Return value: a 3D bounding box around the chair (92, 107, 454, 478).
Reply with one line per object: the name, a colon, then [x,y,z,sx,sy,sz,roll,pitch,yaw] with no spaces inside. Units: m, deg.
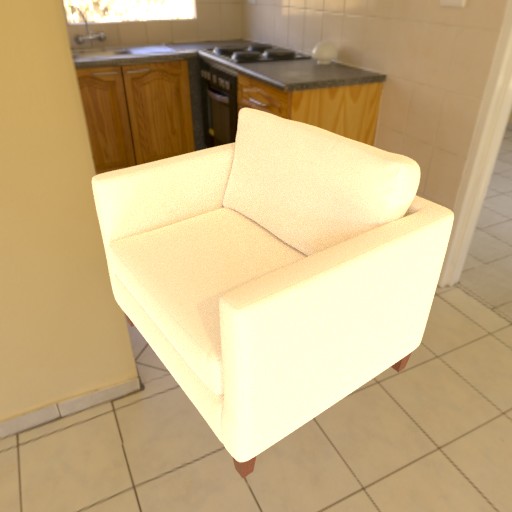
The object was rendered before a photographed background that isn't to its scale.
chair: [0.000,0.000,1.662,0.878,0.885,1.019,-21,38,-30]
